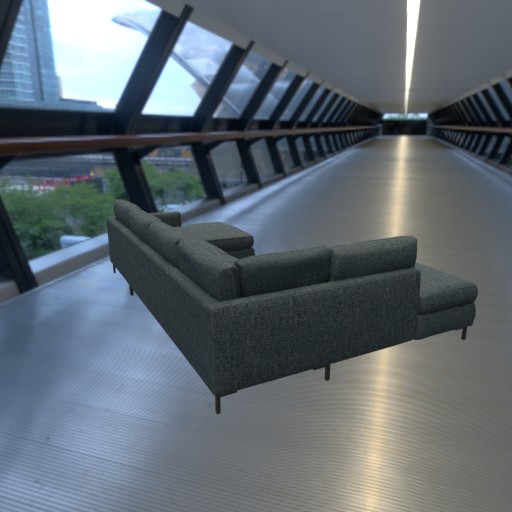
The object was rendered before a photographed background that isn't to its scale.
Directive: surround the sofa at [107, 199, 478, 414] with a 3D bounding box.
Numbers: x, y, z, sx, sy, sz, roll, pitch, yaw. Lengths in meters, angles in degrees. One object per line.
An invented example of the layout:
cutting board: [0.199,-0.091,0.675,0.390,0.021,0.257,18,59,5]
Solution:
sofa: [0.000,0.000,3.623,1.879,0.753,2.737,-8,17,-27]
